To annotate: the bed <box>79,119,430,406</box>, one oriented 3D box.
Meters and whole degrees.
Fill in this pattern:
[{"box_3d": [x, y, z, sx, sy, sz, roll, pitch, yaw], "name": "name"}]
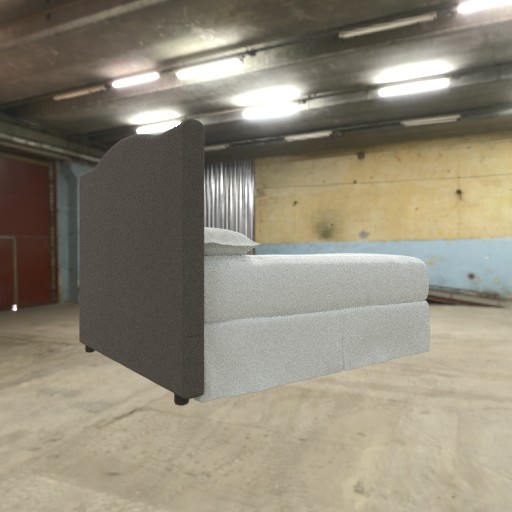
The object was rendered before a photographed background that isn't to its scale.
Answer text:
[{"box_3d": [0.000, 0.000, 3.206, 2.036, 1.387, 1.666, 0, 0, -37], "name": "bed"}]
